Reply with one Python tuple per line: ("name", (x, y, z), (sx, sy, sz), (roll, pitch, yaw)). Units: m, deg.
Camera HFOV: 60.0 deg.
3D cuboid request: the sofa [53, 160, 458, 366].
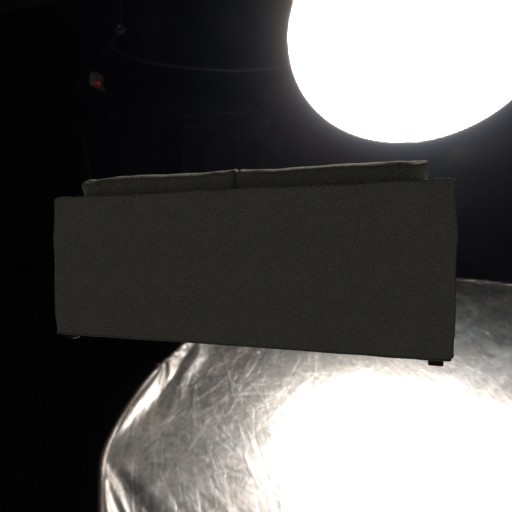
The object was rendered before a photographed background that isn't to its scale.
("sofa", (0.000, 0.000, 2.463), (1.987, 0.870, 0.940), (0, 0, 18))
